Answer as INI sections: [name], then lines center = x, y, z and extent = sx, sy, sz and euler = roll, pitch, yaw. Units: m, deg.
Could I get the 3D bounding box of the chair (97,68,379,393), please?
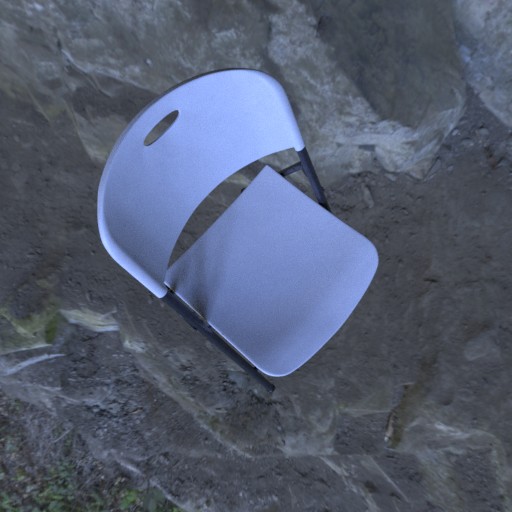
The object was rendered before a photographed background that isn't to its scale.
[chair]
center = 0.000, 0.000, 1.171
extent = 0.566, 0.810, 0.494
euler = 41, 79, 9
